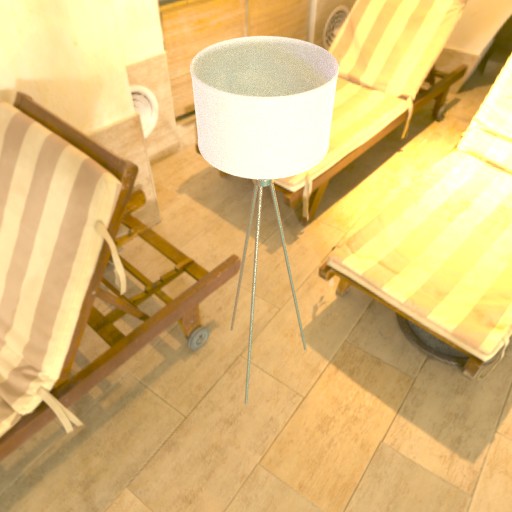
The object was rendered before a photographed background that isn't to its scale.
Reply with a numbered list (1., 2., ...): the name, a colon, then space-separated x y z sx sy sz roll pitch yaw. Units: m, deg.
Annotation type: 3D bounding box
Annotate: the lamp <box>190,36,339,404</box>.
1. lamp: 0.000 0.000 1.781 0.458 1.545 0.448 33 54 28
